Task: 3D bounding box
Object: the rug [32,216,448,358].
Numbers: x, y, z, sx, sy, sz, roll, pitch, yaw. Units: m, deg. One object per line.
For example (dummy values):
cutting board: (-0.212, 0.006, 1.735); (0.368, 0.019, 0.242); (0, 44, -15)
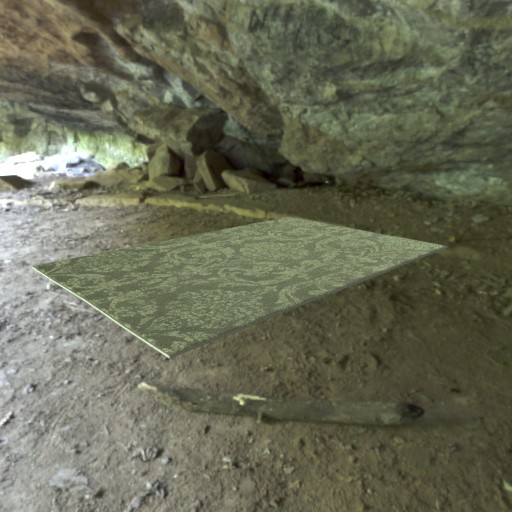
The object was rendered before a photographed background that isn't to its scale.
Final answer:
rug: (0.000, 0.000, 2.305); (1.824, 0.012, 1.206); (-15, 21, -41)
